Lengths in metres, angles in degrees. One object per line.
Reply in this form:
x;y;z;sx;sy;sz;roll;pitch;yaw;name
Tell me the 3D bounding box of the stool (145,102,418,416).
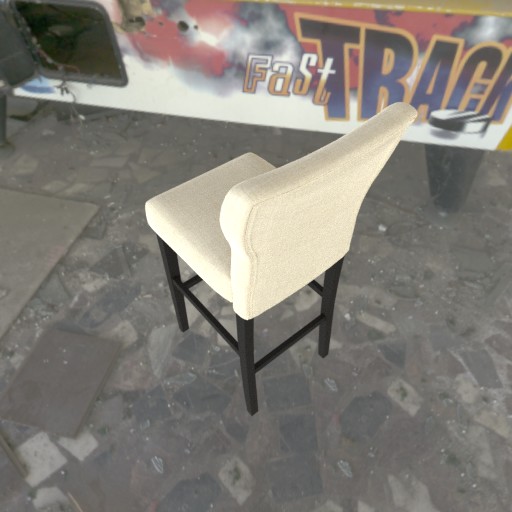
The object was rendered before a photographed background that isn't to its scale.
0.000;0.000;1.453;0.516;1.124;0.603;-31;55;-26;stool
